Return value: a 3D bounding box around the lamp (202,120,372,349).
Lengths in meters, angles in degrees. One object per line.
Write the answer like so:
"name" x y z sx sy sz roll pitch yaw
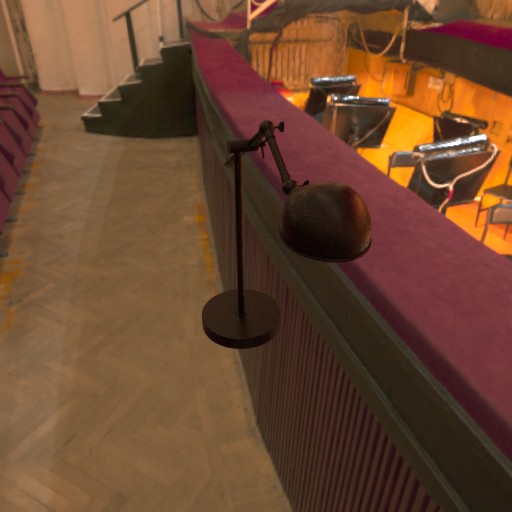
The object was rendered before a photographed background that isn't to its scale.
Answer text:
"lamp" 0.000 0.000 0.836 0.185 0.495 0.567 -10 33 -15
